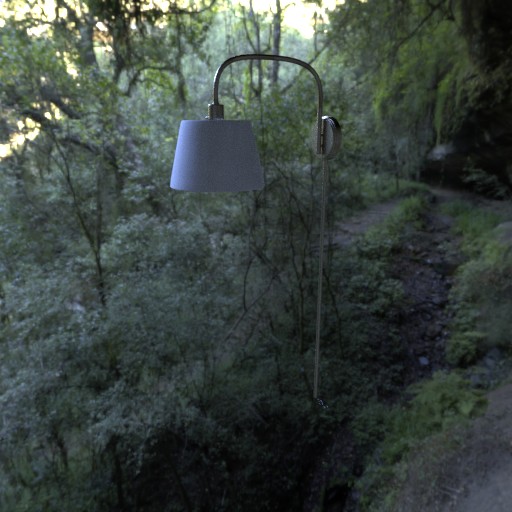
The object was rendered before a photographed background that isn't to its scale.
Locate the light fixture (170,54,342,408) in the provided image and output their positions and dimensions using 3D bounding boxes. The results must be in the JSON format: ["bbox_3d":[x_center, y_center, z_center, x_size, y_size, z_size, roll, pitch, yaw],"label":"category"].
[{"bbox_3d":[0.000,0.000,0.476,0.176,0.399,0.092,-8,18,-25],"label":"light fixture"}]
